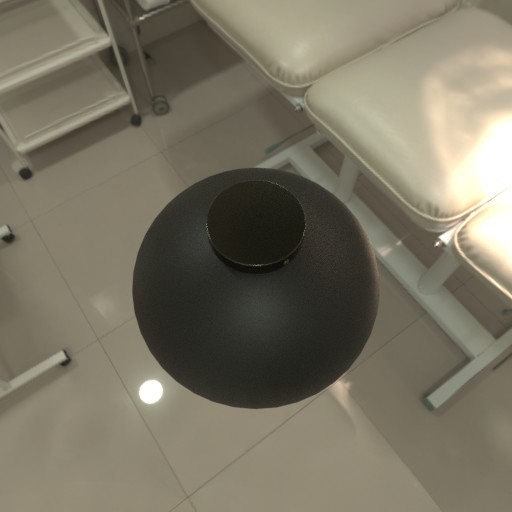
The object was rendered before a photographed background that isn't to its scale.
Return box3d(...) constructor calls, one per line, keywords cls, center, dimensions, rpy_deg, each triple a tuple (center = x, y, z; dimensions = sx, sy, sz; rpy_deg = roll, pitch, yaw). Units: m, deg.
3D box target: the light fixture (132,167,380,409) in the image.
box3d(cls="light fixture", center=(0.000, 0.000, 0.574), dimensions=(0.355, 0.177, 0.355), rpy_deg=(0, 63, 0))
